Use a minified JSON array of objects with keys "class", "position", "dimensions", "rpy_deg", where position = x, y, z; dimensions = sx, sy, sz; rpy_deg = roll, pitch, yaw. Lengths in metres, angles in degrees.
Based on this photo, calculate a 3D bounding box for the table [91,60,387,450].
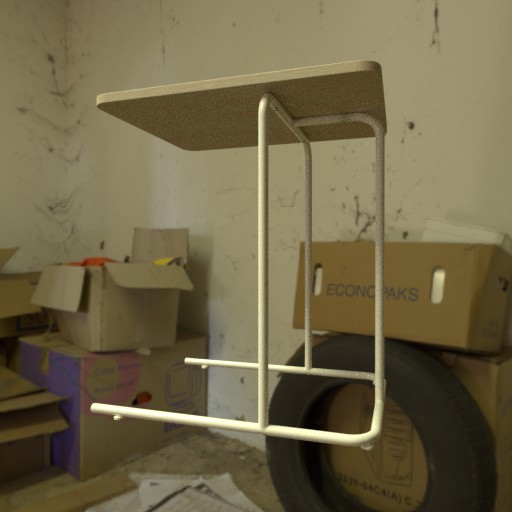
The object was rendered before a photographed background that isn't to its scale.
[{"class":"table","position":[0.000,0.000,0.862],"dimensions":[0.480,0.550,0.370],"rpy_deg":[0,0,18]}]
